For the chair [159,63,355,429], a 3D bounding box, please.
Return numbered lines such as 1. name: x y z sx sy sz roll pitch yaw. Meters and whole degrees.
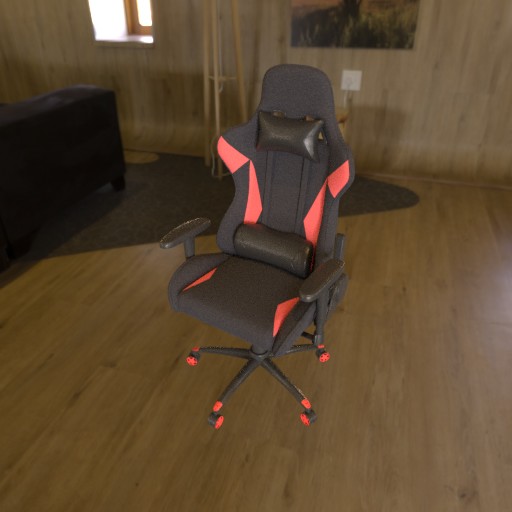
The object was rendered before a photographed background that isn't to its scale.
1. chair: 0.000 0.000 1.721 0.695 1.326 0.658 19 35 29
